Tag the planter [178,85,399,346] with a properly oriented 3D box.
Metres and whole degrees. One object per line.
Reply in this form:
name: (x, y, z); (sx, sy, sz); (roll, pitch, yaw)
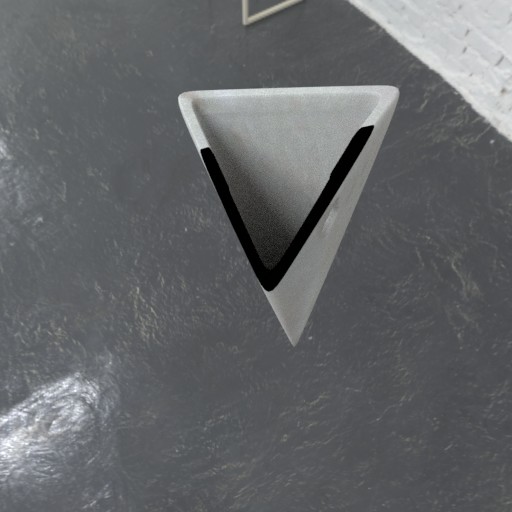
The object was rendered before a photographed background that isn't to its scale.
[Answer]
planter: (0.000, 0.000, 0.158); (0.047, 0.130, 0.058); (32, 67, 16)
